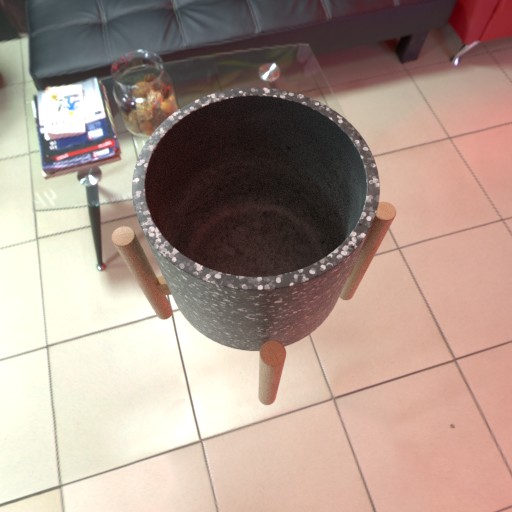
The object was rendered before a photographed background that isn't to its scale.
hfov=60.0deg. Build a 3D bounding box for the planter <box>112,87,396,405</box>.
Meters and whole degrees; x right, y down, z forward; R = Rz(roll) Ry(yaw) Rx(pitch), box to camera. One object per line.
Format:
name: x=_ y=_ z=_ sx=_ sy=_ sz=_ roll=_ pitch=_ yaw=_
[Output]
planter: x=0.000 y=0.000 z=0.543 sx=0.284 sy=0.320 sz=0.284 roll=15 pitch=64 yaw=7
